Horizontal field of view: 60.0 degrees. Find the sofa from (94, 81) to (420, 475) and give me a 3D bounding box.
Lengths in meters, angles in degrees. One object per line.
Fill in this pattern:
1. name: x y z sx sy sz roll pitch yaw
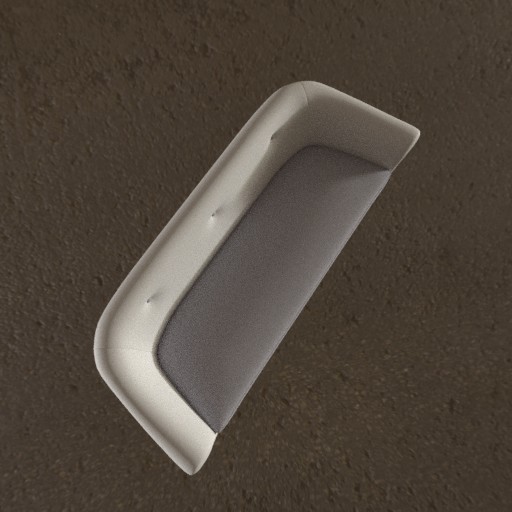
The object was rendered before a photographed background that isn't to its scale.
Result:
1. sofa: 0.000 0.000 2.515 0.827 0.795 2.160 34 78 8
